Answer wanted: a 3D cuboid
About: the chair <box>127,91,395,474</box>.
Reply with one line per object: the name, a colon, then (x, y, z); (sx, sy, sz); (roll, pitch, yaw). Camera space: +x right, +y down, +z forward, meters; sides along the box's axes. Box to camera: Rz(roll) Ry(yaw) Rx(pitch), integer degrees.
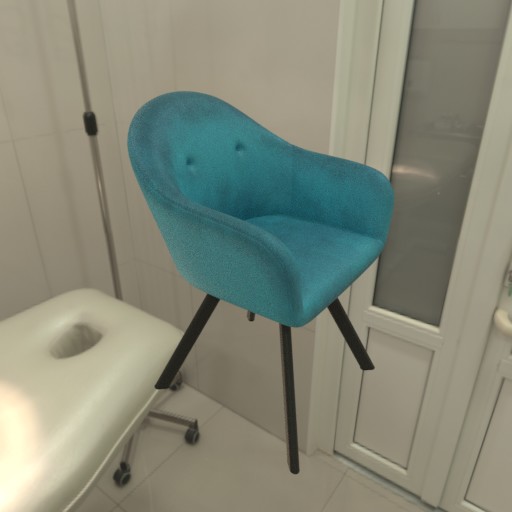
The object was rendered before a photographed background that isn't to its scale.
chair: (0.000, 0.000, 1.163); (0.570, 0.780, 0.540); (18, 32, 32)
